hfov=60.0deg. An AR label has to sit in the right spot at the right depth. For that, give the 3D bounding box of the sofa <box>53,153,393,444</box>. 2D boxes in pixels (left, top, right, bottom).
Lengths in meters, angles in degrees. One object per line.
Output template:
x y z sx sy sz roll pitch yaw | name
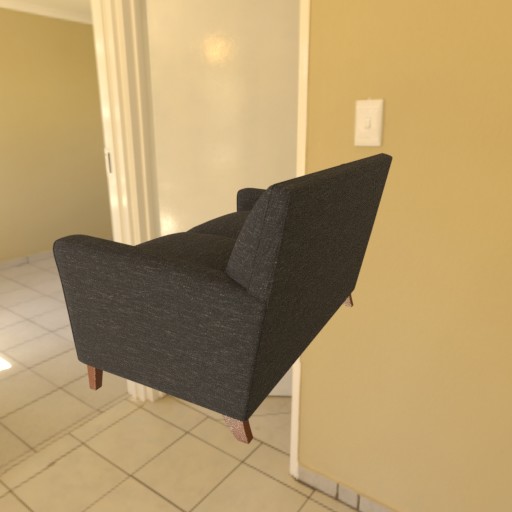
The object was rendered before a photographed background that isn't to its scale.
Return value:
0.000 0.000 1.982 0.875 0.846 1.420 8 19 26 | sofa
